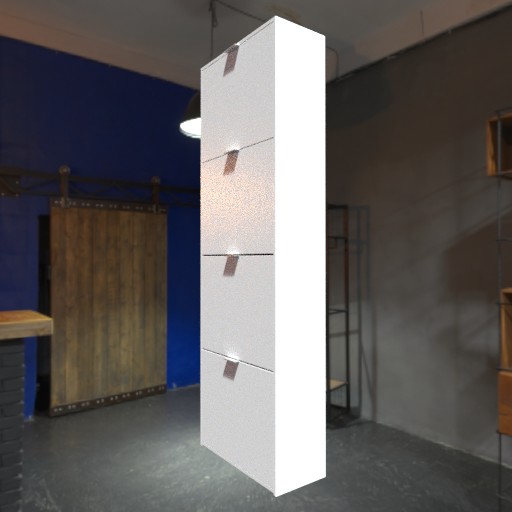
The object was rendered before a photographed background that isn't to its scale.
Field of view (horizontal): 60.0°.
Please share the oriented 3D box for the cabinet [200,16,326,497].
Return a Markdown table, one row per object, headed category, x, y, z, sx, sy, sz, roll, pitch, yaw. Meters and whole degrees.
| category | x | y | z | sx | sy | sz | roll | pitch | yaw |
| --- | --- | --- | --- | --- | --- | --- | --- | --- | --- |
| cabinet | 0.000 | 0.000 | 1.774 | 0.255 | 1.630 | 0.520 | 0 | -1 | -36 |
